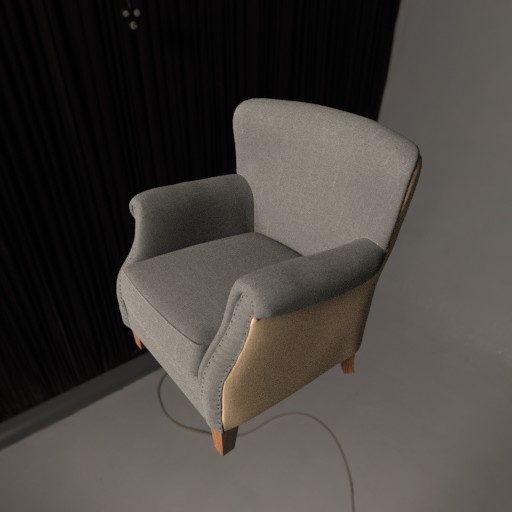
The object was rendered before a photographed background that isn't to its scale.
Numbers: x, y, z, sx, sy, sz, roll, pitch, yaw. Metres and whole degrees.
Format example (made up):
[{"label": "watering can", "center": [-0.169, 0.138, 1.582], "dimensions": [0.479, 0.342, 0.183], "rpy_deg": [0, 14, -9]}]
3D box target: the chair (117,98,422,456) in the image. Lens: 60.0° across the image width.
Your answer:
[{"label": "chair", "center": [0.000, 0.000, 1.653], "dimensions": [0.921, 0.936, 0.861], "rpy_deg": [-23, 39, -32]}]
